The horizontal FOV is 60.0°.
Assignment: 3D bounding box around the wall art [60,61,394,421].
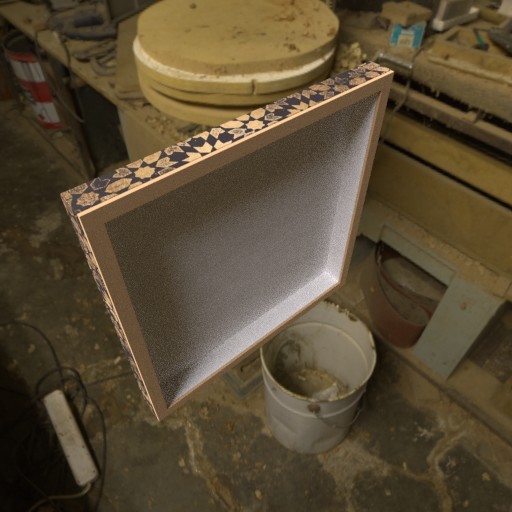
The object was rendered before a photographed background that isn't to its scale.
[{"bbox_3d":[0.000,0.000,0.603,0.405,0.405,0.038,-32,55,-26],"label":"wall art"}]
